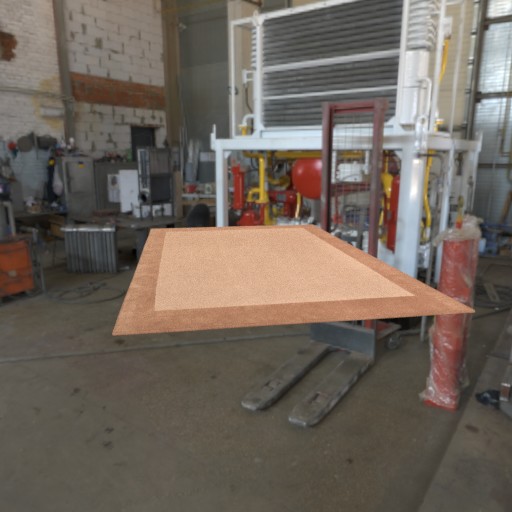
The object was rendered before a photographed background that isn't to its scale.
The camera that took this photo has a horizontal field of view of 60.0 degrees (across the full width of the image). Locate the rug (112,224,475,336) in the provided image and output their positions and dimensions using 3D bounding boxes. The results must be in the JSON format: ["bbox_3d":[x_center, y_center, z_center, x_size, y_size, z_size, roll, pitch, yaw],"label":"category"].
[{"bbox_3d":[0.000,0.000,2.975,1.524,0.014,2.438,-2,13,-9],"label":"rug"}]
